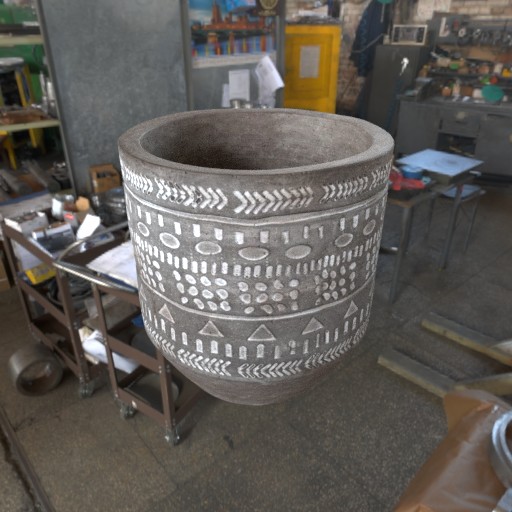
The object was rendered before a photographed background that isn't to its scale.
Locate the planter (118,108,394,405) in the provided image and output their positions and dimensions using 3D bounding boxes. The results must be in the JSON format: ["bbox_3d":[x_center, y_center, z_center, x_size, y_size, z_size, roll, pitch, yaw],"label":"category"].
[{"bbox_3d":[0.000,0.000,0.230,0.122,0.128,0.122,0,29,0],"label":"planter"}]
